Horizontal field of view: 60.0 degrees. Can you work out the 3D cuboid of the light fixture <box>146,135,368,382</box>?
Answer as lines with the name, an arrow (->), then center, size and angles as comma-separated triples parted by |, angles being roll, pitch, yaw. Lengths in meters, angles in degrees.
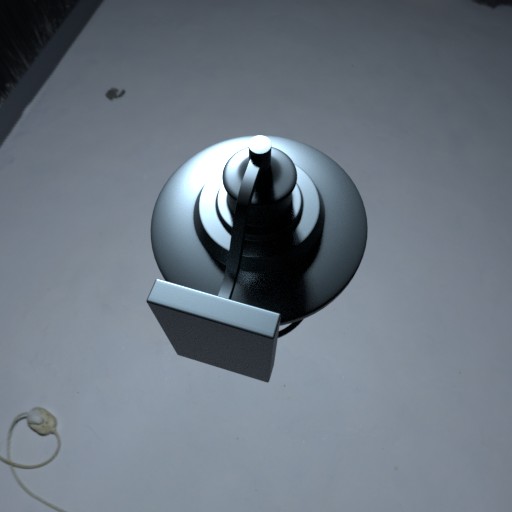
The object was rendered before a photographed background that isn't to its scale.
light fixture -> 0.000, 0.000, 0.505 | 0.222, 0.345, 0.252 | 15, 63, 8
